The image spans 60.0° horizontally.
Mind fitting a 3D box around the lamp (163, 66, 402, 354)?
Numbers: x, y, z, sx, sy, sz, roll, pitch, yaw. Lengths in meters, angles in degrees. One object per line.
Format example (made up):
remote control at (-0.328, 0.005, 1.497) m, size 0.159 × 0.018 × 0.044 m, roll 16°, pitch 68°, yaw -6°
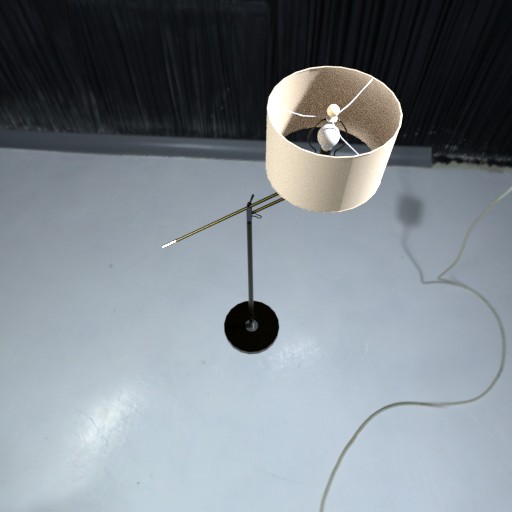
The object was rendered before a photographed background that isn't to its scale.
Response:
lamp at (0.000, 0.000, 1.933) m, size 0.809 × 1.635 × 0.373 m, roll 4°, pitch 59°, yaw 2°
